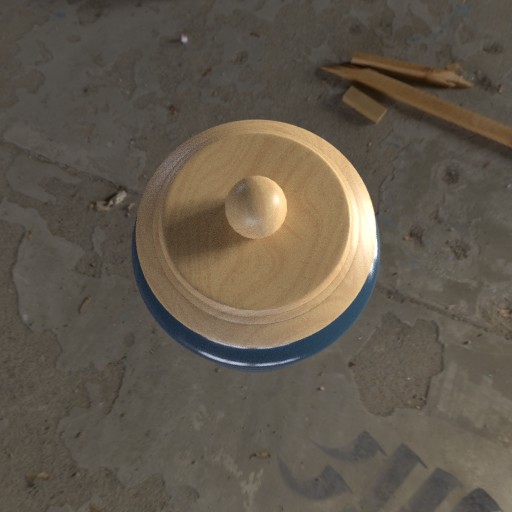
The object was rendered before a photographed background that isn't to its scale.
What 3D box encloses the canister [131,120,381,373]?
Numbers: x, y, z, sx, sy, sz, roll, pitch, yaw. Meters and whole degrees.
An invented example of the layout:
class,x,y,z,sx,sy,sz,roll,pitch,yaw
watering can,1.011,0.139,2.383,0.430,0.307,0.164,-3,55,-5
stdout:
class,x,y,z,sx,sy,sz,roll,pitch,yaw
canister,0.000,0.000,0.259,0.130,0.176,0.130,0,74,0
